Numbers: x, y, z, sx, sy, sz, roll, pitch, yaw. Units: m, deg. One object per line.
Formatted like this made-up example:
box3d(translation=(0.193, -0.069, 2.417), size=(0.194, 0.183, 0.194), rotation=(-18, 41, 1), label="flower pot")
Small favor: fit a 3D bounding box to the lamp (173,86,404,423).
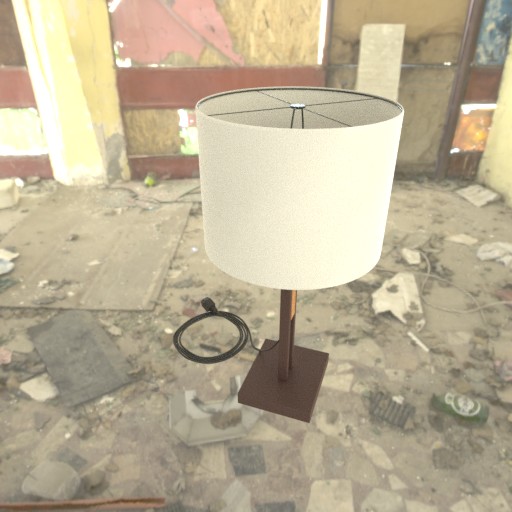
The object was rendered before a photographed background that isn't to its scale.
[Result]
box3d(translation=(0.000, 0.000, 0.980), size=(0.525, 0.668, 0.396), rotation=(10, 31, 17), label="lamp")
